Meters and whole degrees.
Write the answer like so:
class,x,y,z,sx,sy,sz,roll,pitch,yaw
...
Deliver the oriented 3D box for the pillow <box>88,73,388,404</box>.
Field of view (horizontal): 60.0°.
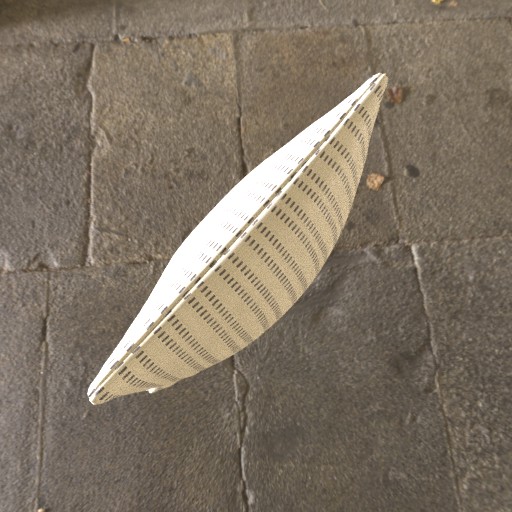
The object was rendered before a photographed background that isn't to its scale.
class,x,y,z,sx,sy,sz,roll,pitch,yaw
pillow,0.000,0.000,0.783,0.210,0.353,0.640,40,79,9
